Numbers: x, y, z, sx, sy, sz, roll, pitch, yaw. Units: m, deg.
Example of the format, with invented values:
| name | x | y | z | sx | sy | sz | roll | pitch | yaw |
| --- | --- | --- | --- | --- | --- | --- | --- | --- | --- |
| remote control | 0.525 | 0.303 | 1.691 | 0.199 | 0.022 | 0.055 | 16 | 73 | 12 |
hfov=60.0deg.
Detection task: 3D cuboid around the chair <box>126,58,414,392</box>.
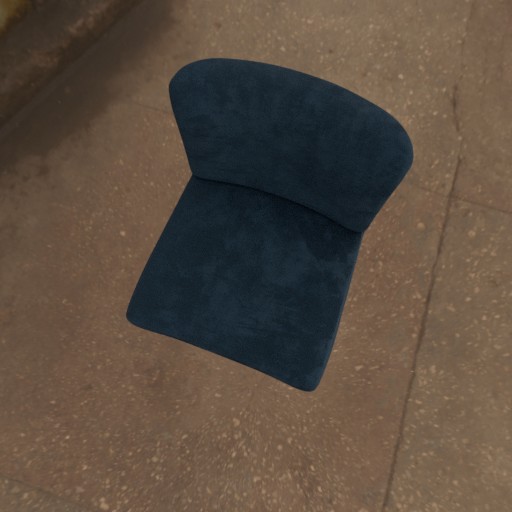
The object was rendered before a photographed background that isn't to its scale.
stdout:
| name | x | y | z | sx | sy | sz | roll | pitch | yaw |
| --- | --- | --- | --- | --- | --- | --- | --- | --- | --- |
| chair | 0.000 | 0.000 | 1.175 | 0.530 | 0.824 | 0.560 | 20 | 75 | 6 |
